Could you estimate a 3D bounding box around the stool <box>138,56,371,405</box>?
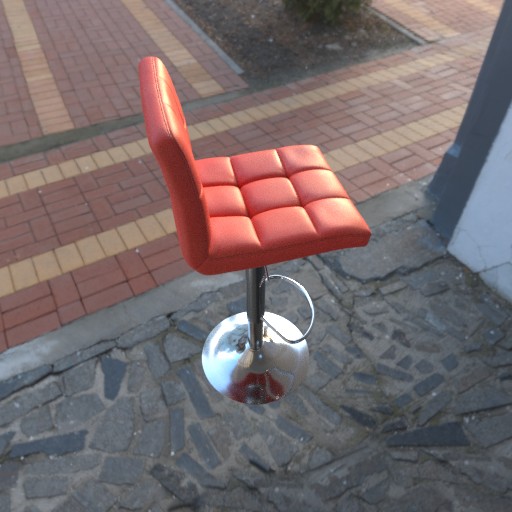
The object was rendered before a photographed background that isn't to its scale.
[{"bbox_3d":[0.000,0.000,1.366,0.505,1.115,0.430,-10,46,-10],"label":"stool"}]
